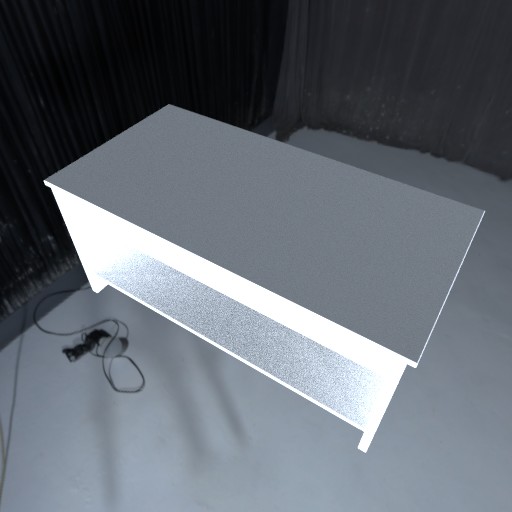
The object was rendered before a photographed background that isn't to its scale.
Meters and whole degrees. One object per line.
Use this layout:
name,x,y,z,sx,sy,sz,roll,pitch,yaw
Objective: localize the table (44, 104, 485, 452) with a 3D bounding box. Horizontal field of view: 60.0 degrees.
table,0.000,0.000,1.275,1.000,0.441,0.500,25,51,22
